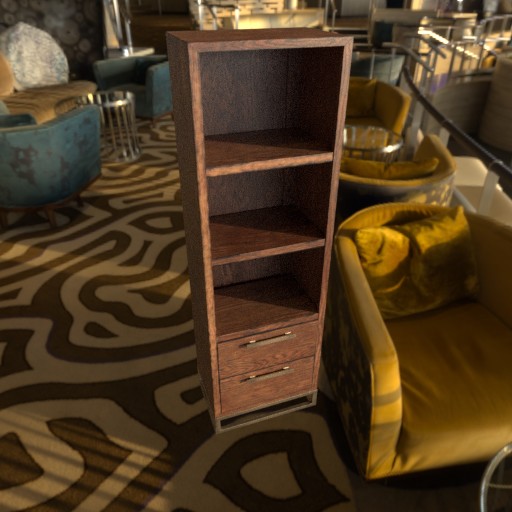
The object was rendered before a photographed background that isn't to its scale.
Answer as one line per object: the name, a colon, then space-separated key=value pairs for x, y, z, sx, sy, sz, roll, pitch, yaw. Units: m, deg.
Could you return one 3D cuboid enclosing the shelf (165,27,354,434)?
shelf: x=0.000 y=0.000 z=1.926 sx=0.539 sy=1.732 sz=0.395 roll=-10 pitch=33 yaw=-16
